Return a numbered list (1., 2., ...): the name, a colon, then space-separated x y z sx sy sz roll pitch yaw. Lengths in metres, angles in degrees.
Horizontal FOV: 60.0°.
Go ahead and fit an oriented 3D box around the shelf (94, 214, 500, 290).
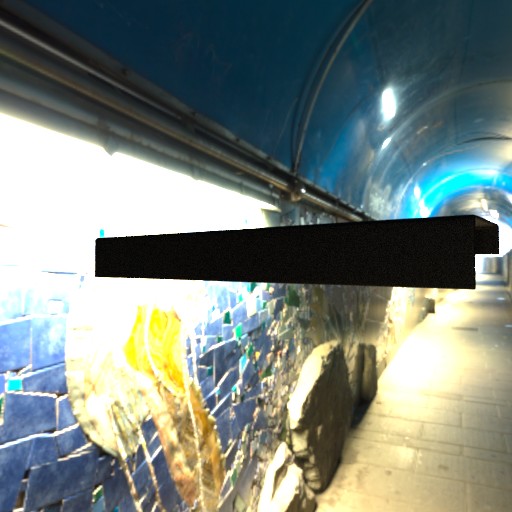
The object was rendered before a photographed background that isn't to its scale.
1. shelf: 0.000 0.000 0.483 0.456 0.053 0.102 -1 -1 37
